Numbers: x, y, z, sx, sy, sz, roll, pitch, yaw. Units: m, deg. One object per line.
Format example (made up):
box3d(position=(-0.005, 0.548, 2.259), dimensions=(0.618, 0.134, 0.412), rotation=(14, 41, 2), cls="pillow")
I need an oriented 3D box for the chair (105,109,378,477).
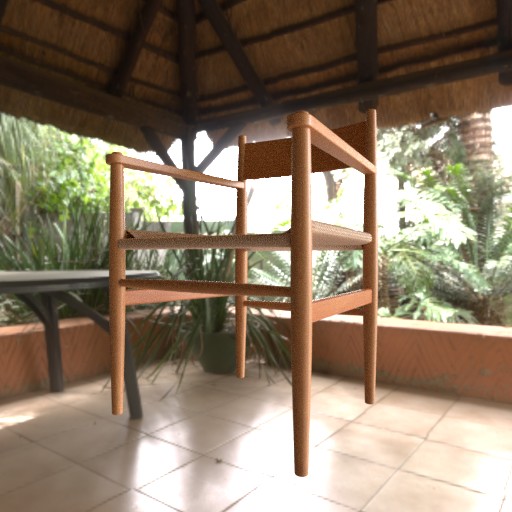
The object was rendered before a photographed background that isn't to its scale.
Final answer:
box3d(position=(0.000, 0.000, 1.102), dimensions=(0.556, 0.762, 0.495), rotation=(0, 0, 36), cls="chair")
